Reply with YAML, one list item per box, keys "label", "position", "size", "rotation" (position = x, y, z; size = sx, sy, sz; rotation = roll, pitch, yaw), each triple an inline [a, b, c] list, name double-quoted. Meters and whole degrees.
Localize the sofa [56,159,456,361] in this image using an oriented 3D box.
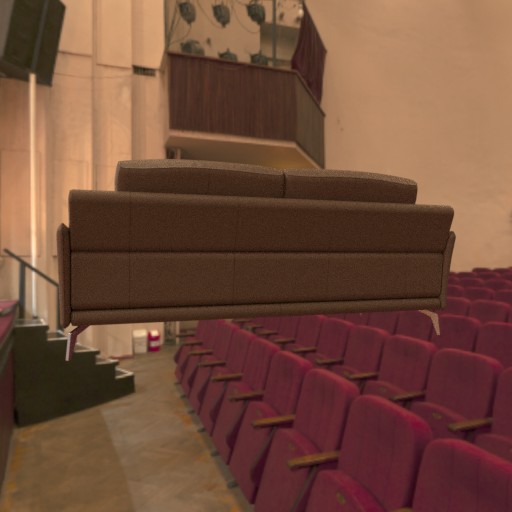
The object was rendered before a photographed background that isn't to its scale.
- label: "sofa"
  position: [0.000, 0.000, 2.659]
  size: [2.101, 0.930, 1.049]
  rotation: [0, 0, -18]
